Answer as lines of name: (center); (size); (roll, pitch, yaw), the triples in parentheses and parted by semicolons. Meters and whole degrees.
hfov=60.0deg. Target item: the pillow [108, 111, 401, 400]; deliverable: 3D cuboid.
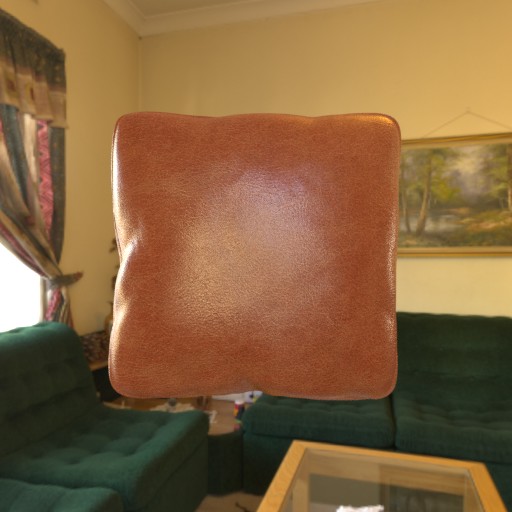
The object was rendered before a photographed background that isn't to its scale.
pillow: (0.000, 0.000, 0.811); (0.532, 0.523, 0.236); (0, -1, -1)
